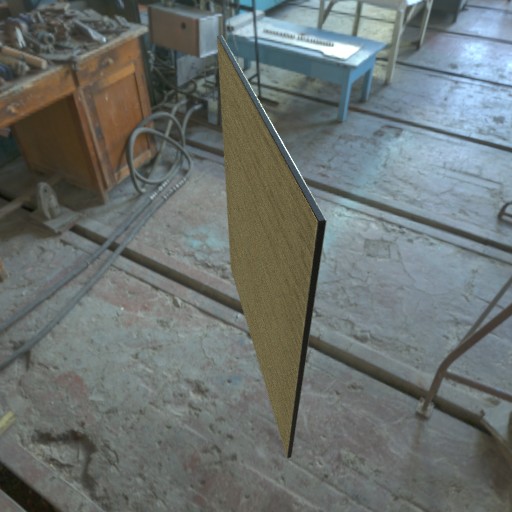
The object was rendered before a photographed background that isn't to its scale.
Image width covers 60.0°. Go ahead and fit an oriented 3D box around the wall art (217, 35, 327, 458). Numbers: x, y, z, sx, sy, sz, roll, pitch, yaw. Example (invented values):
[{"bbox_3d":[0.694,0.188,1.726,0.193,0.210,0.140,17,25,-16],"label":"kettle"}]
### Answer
[{"bbox_3d":[0.000,0.000,0.762,0.009,0.559,0.483,-10,46,-10],"label":"wall art"}]
